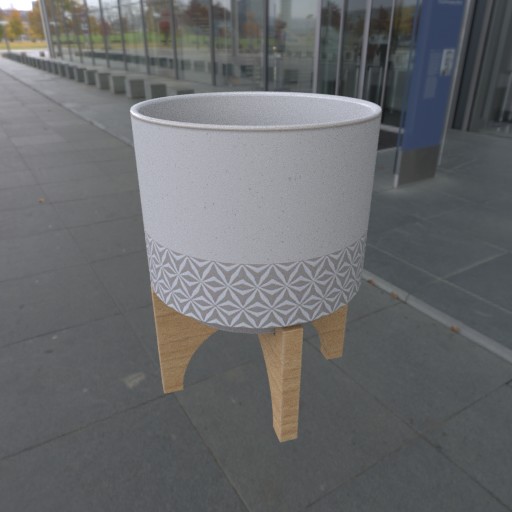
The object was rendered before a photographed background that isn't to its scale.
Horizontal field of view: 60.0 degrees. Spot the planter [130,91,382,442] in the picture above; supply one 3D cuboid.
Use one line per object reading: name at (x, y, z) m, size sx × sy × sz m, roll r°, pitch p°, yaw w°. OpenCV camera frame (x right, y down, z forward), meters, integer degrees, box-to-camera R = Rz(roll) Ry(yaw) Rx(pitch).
planter at (0.000, 0.000, 0.526) m, size 0.249 × 0.343 × 0.249 m, roll 0°, pitch 26°, yaw 0°
